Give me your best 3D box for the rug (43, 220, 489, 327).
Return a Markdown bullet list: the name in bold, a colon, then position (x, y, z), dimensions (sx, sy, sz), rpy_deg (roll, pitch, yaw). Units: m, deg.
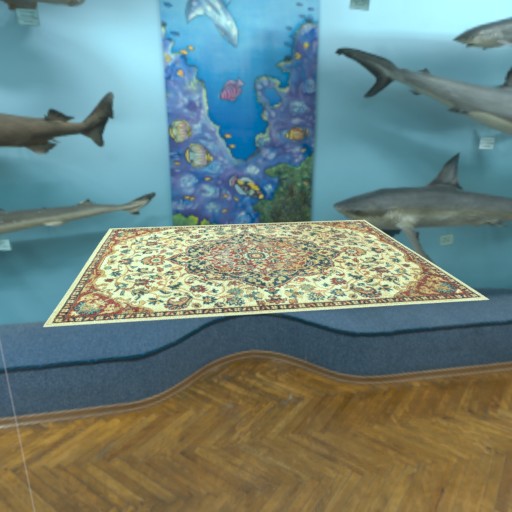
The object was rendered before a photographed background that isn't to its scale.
- **rug**: position (0.000, 0.000, 4.155), dimensions (3.067, 0.005, 2.454), rpy_deg (-3, 18, -8)
